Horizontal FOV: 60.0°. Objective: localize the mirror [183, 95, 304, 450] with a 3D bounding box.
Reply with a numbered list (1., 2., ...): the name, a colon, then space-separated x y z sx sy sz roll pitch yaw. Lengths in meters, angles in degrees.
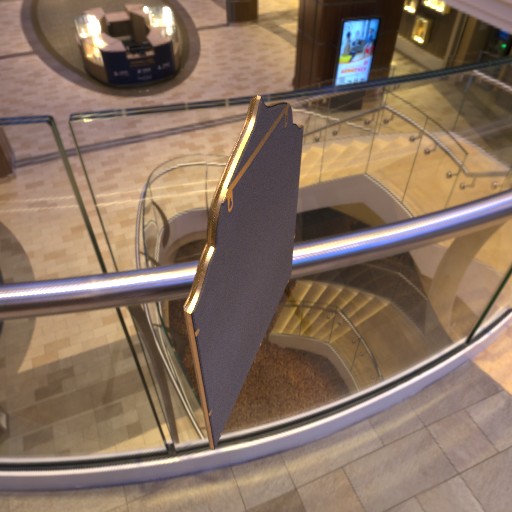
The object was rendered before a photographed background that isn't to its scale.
1. mirror: 0.000 0.000 0.840 0.018 0.635 0.513 15 48 14
